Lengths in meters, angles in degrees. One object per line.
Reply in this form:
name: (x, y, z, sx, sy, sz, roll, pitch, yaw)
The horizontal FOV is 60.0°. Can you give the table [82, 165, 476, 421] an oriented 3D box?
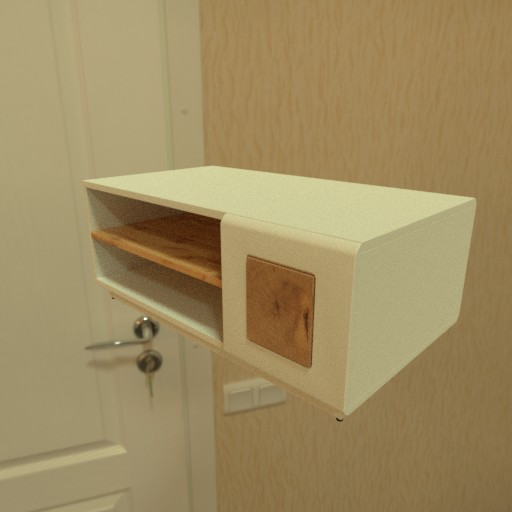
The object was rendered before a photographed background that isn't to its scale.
table: (0.000, 0.000, 1.442, 1.097, 0.442, 0.639, 16, 24, 41)
